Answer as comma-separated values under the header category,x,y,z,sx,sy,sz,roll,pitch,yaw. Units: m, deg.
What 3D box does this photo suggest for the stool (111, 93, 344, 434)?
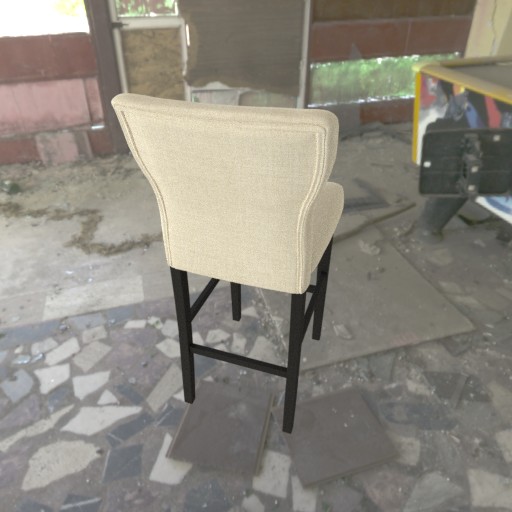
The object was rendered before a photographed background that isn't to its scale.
category,x,y,z,sx,sy,sz,roll,pitch,yaw
stool,0.000,0.000,1.453,0.516,1.124,0.603,11,36,16
